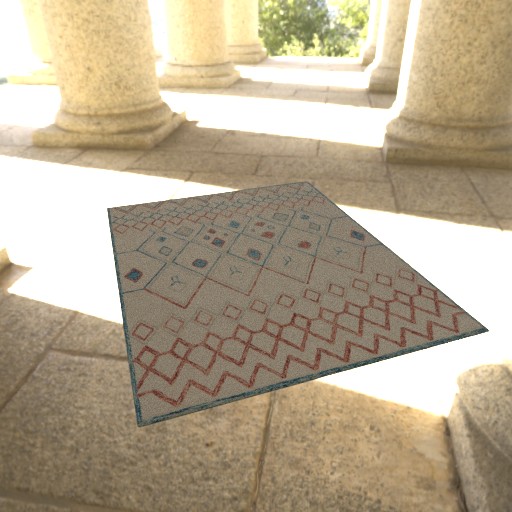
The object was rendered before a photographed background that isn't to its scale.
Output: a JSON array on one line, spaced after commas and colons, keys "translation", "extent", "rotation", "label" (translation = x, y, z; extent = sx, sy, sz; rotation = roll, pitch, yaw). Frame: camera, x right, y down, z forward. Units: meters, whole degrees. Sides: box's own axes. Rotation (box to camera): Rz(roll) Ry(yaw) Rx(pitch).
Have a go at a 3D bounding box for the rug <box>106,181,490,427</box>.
[{"translation": [0.000, 0.000, 4.014], "extent": [2.441, 0.016, 3.050], "rotation": [-10, 32, -16], "label": "rug"}]
